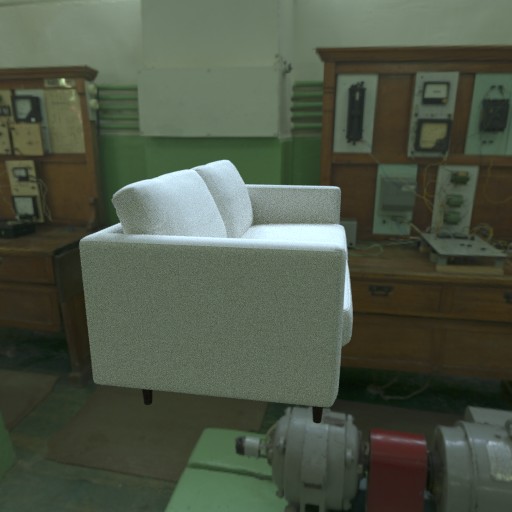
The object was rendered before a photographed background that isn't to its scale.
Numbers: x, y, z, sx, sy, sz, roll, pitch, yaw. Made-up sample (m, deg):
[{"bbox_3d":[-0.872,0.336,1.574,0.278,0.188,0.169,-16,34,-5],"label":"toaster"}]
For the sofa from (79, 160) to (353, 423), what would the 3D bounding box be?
[{"bbox_3d":[0.000,0.000,2.282,0.940,0.893,1.713,3,16,9],"label":"sofa"}]
